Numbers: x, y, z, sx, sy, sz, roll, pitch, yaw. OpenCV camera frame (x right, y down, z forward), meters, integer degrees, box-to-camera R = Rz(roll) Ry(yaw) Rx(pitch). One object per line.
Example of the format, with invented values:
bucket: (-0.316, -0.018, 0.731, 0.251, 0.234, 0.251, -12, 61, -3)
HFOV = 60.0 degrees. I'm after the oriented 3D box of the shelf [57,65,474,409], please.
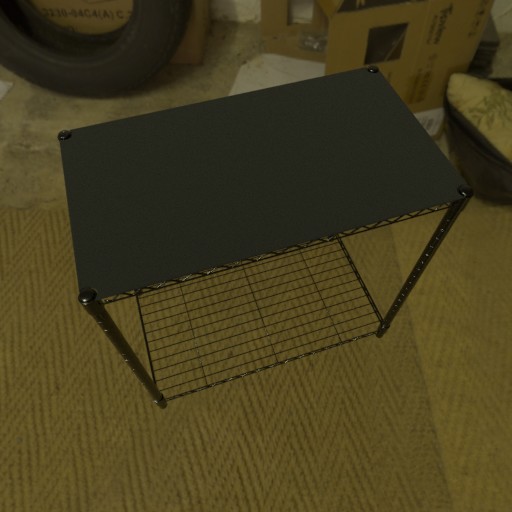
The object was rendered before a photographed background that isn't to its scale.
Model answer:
shelf: (0.000, 0.000, 0.937, 0.589, 0.564, 0.338, -16, 59, -10)
